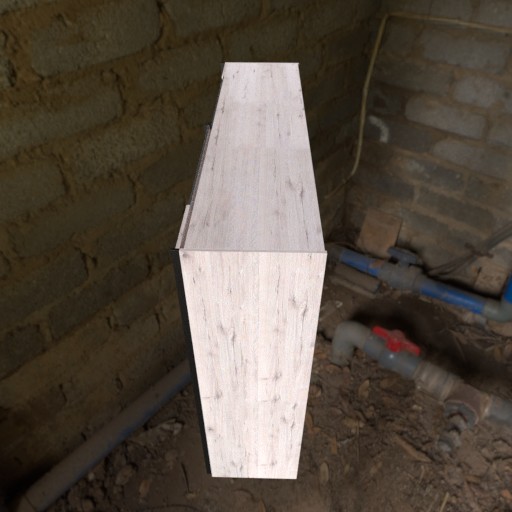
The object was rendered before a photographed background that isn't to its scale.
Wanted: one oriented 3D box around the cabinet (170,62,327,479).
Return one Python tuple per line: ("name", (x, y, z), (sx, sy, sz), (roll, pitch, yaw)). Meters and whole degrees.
("cabinet", (0.000, 0.000, 3.520), (0.660, 2.180, 2.500), (1, 41, 1))
